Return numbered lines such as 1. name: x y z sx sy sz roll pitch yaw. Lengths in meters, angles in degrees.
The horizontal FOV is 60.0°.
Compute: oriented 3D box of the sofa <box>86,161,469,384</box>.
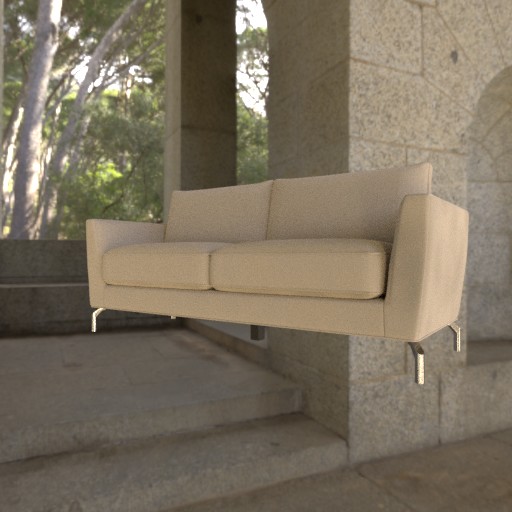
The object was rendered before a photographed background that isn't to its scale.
1. sofa: 0.000 0.000 2.664 2.214 1.005 0.868 0 0 35
